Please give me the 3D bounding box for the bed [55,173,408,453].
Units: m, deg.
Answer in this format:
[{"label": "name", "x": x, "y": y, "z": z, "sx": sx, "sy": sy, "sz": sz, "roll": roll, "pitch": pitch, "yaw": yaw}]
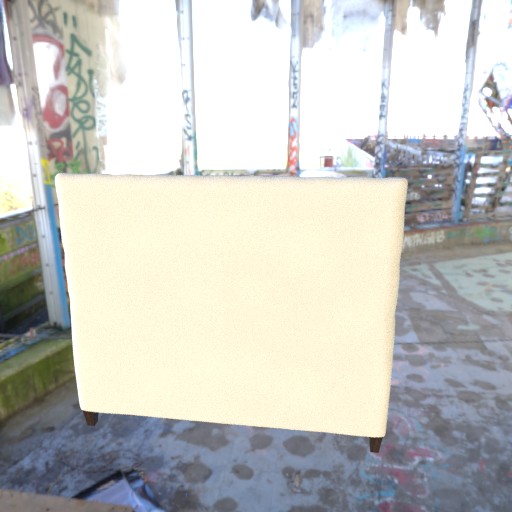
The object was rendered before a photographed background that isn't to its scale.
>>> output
[{"label": "bed", "x": 0.000, "y": 0.000, "z": 3.351, "sx": 1.698, "sy": 1.427, "sz": 2.387, "roll": 2, "pitch": 16, "yaw": 8}]
